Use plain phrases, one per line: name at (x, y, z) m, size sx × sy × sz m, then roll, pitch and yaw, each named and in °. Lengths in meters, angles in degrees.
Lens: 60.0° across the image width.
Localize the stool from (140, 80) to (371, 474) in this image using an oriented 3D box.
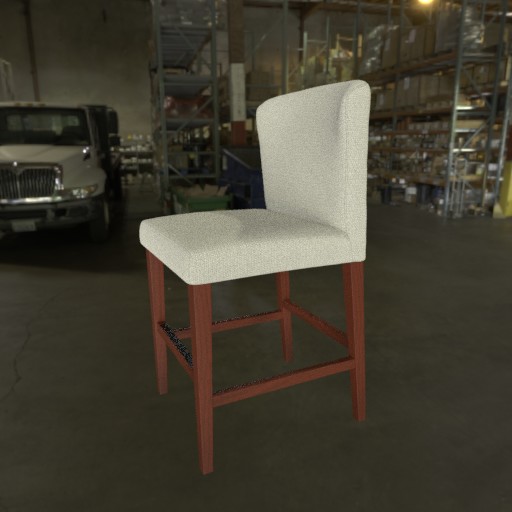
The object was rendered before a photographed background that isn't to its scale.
stool at (0.000, 0.000, 1.284) m, size 0.568 × 0.969 × 0.481 m, roll -7°, pitch 16°, yaw -26°
